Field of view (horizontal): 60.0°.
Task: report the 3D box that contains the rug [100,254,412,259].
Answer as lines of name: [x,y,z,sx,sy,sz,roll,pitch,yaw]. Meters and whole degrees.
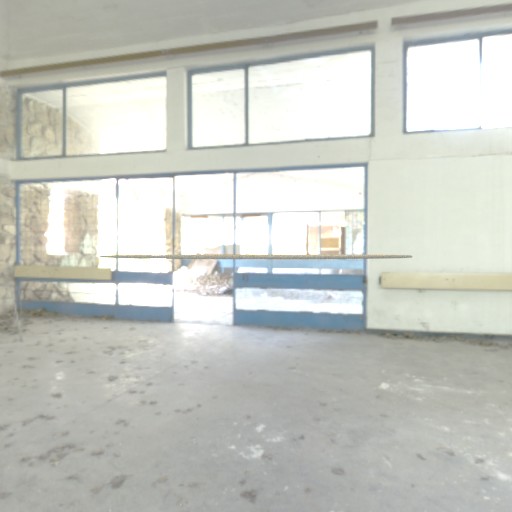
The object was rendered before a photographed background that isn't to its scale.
rug: [0.000,0.000,3.576,2.382,0.014,2.382,0,1,0]
